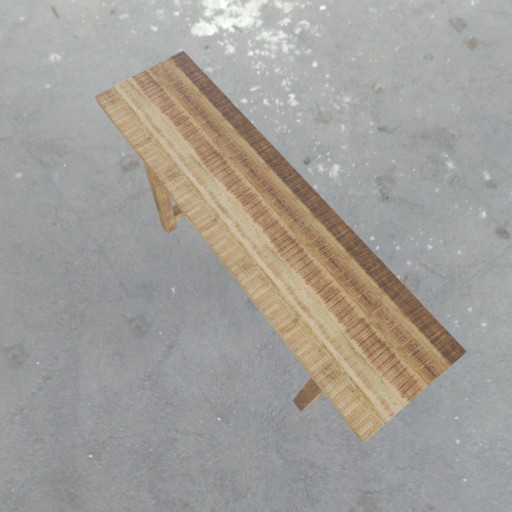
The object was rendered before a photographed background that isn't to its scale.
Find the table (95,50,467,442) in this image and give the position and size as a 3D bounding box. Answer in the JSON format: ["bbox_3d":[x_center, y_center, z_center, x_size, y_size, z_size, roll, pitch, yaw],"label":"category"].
[{"bbox_3d":[0.000,0.000,1.868,0.405,0.810,1.524,-34,70,-14],"label":"table"}]
